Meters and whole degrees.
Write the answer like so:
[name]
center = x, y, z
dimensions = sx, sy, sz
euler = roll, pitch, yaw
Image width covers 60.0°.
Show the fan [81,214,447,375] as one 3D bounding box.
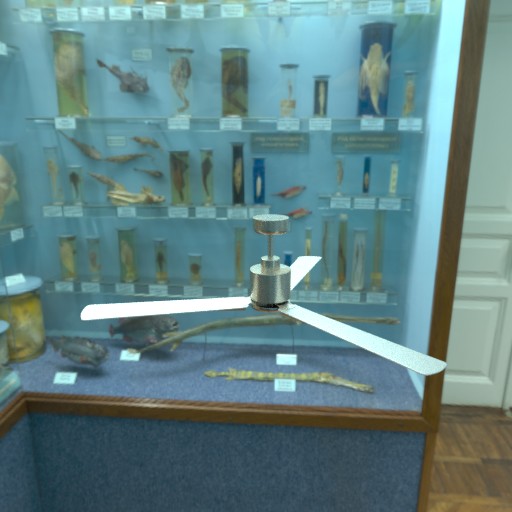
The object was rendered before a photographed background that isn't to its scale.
[fan]
center = 0.000, 0.000, 2.283
dimensions = 1.561, 0.446, 1.531
euler = 2, 15, 7
